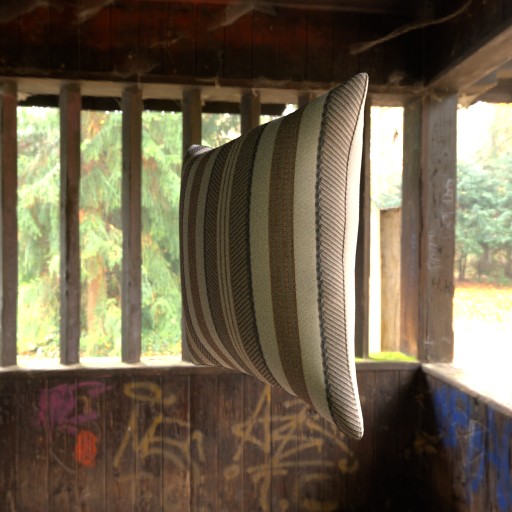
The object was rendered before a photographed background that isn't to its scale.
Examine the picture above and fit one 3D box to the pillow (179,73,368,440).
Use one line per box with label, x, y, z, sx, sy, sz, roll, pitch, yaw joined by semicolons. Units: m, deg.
pillow;0.000;0.000;0.646;0.173;0.401;0.416;0;1;-35
